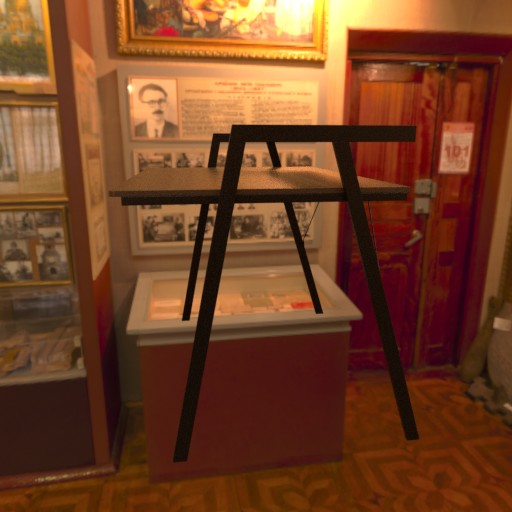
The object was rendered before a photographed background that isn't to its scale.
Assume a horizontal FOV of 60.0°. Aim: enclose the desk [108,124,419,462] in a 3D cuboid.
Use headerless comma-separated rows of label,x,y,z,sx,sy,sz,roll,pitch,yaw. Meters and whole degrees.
desk,0.000,0.000,1.831,0.936,0.998,1.143,-2,14,-8
